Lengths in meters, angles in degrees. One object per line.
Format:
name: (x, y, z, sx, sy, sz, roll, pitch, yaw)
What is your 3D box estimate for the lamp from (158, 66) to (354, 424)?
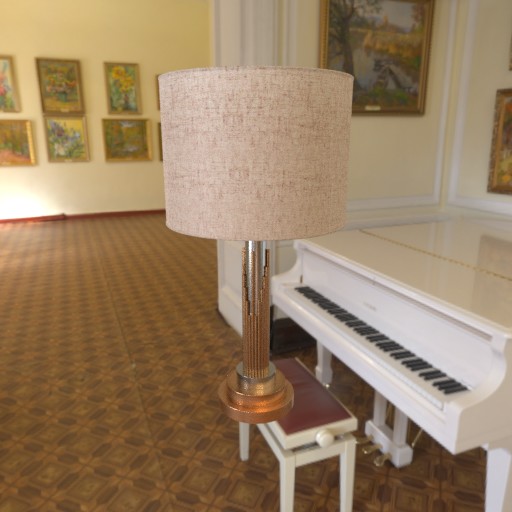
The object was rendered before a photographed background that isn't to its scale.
lamp: (0.000, 0.000, 0.822, 0.321, 0.610, 0.321, -3, 16, -9)
